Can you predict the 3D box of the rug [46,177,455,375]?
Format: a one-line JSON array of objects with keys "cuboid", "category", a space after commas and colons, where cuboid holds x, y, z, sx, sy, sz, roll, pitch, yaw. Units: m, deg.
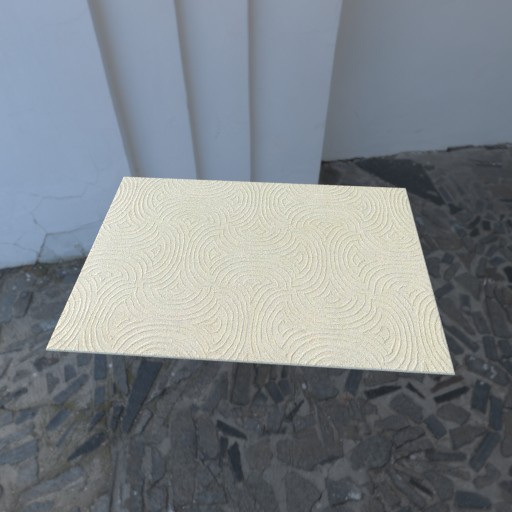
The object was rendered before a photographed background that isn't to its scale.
[{"cuboid": [0.000, 0.000, 2.825, 2.132, 0.015, 1.526, 3, 47, 3], "category": "rug"}]
